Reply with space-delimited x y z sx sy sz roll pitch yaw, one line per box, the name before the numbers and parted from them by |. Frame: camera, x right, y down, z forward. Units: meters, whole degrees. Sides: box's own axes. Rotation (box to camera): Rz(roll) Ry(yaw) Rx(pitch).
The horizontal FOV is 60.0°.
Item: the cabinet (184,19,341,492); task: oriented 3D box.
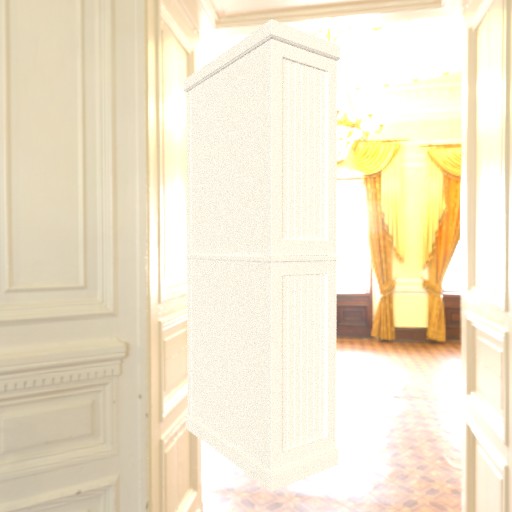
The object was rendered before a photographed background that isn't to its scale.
cabinet | 0.000 0.000 2.132 0.390 1.829 0.754 -1 1 -35
